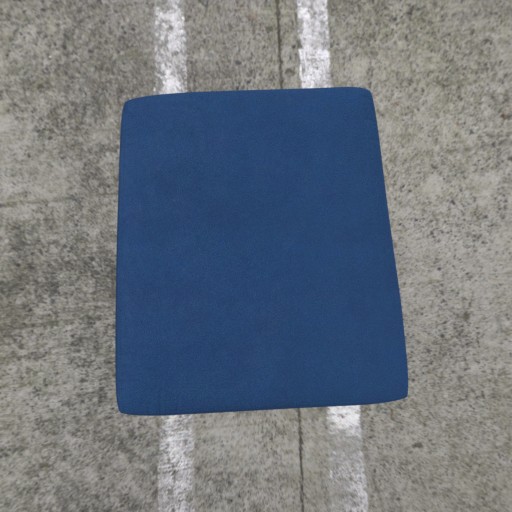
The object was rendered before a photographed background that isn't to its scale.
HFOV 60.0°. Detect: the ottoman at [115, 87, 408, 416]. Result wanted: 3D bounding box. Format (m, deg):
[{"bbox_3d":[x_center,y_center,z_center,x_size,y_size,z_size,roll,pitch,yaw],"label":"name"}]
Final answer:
[{"bbox_3d":[0.000,0.000,1.199,0.655,0.485,0.794,-3,77,-1],"label":"ottoman"}]
